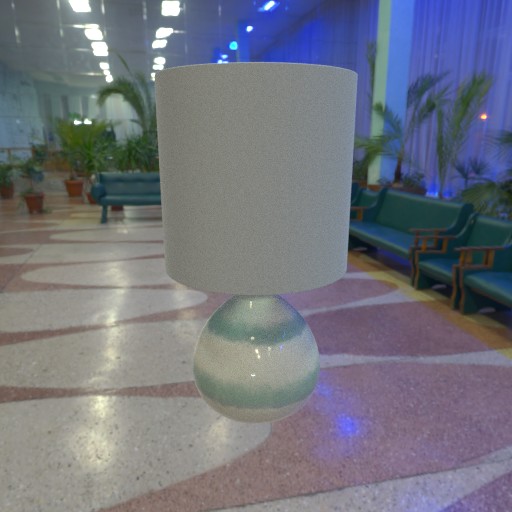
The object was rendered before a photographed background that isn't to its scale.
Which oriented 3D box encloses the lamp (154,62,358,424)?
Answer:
[{"bbox_3d":[0.000,0.000,0.537,0.217,0.404,0.217,-3,16,-11],"label":"lamp"}]
